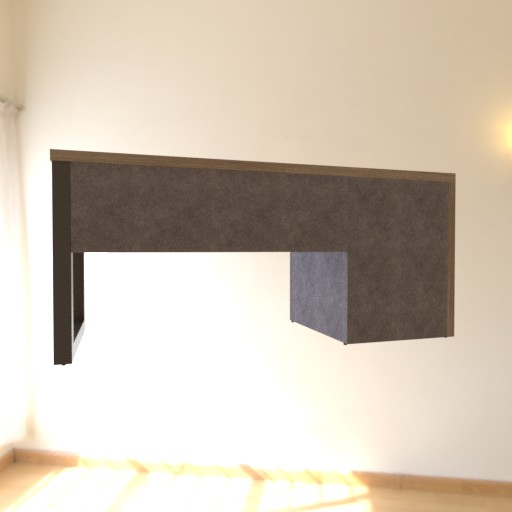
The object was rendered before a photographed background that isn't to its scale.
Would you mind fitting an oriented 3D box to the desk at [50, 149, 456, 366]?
[{"bbox_3d":[0.000,0.000,2.114,1.700,0.760,0.690,0,1,-17],"label":"desk"}]
